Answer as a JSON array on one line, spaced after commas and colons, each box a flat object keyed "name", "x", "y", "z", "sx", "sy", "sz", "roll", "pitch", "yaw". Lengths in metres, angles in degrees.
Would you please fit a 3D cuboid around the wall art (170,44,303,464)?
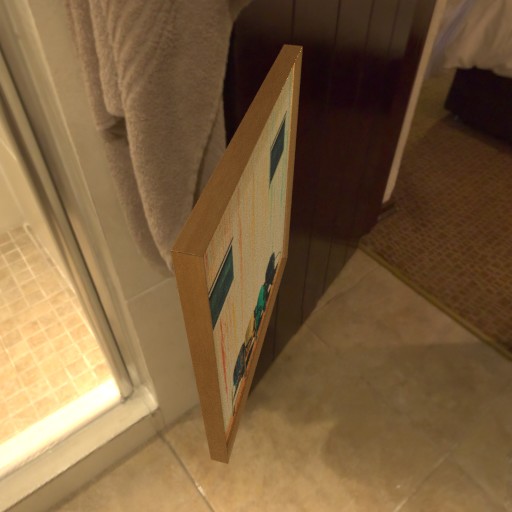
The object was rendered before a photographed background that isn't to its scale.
[{"name": "wall art", "x": 0.000, "y": 0.000, "z": 0.448, "sx": 0.019, "sy": 0.302, "sz": 0.302, "roll": 10, "pitch": 46, "yaw": 10}]
